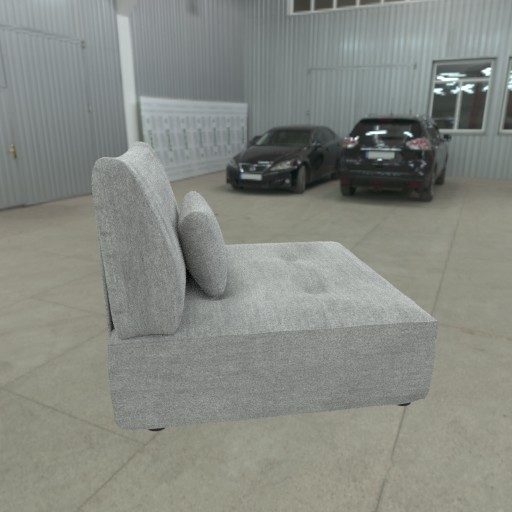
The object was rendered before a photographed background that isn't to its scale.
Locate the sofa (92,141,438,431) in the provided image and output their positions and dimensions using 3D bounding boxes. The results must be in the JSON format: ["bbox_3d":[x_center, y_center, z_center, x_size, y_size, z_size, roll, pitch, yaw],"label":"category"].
[{"bbox_3d":[0.000,0.000,1.701,1.000,0.820,0.930,-3,17,-8],"label":"sofa"}]
